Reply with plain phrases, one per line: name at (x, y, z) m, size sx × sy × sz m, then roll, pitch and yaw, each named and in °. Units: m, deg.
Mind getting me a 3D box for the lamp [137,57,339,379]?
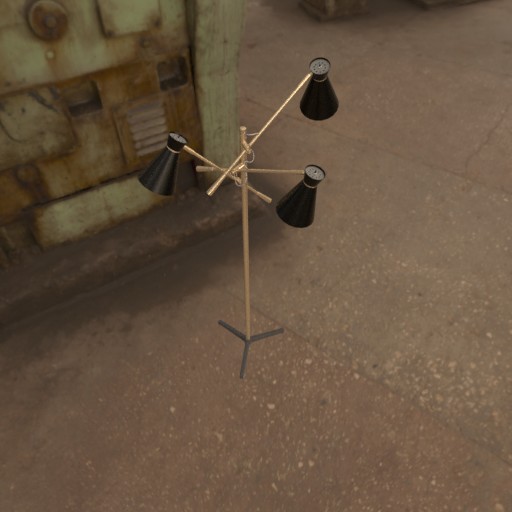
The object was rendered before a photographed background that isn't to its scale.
lamp at (0.000, 0.000, 2.158) m, size 0.653 × 1.804 × 0.750 m, roll 31°, pitch 55°, yaw 25°
